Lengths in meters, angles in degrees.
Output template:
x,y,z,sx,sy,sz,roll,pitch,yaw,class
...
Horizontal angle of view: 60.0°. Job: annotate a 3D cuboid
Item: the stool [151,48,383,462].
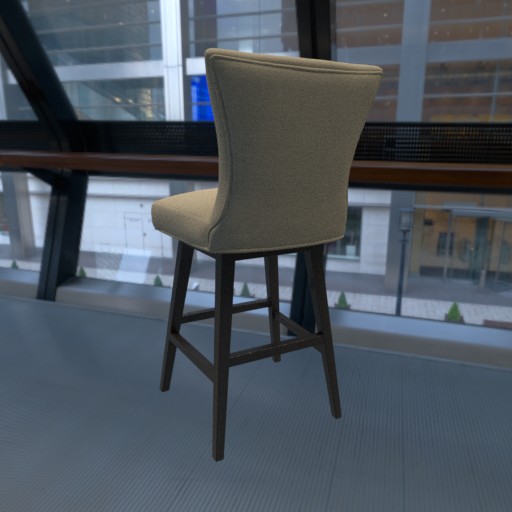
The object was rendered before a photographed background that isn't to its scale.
x,y,z,sx,sy,sz,roll,pitch,yaw,class
0.000,0.000,1.394,0.514,1.086,0.574,-7,16,-27,stool
